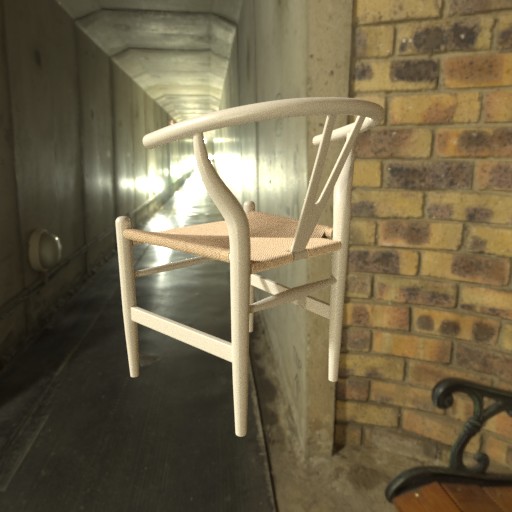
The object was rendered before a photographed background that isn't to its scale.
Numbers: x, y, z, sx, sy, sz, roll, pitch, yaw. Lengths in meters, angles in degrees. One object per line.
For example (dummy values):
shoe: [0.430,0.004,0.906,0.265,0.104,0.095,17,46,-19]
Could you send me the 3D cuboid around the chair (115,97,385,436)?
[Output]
chair: [0.000,0.000,1.137,0.569,0.730,0.579,-13,20,-41]
